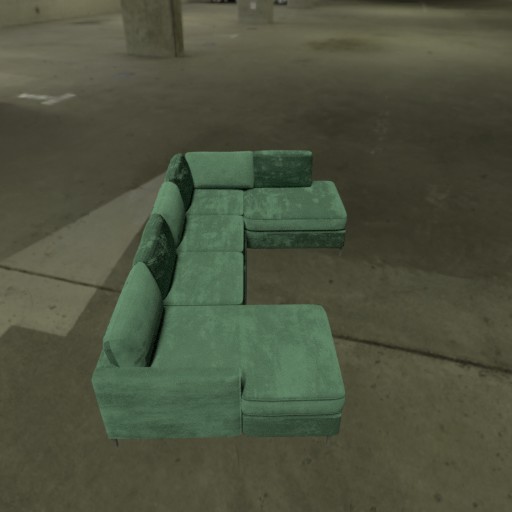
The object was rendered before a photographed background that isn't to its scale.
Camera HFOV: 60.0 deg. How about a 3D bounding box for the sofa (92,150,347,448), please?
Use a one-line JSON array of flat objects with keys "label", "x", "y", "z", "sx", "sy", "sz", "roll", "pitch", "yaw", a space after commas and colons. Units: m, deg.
[{"label": "sofa", "x": 0.000, "y": 0.000, "z": 4.223, "sx": 2.055, "sy": 0.992, "sz": 3.434, "roll": -1, "pitch": 33, "yaw": -1}]
